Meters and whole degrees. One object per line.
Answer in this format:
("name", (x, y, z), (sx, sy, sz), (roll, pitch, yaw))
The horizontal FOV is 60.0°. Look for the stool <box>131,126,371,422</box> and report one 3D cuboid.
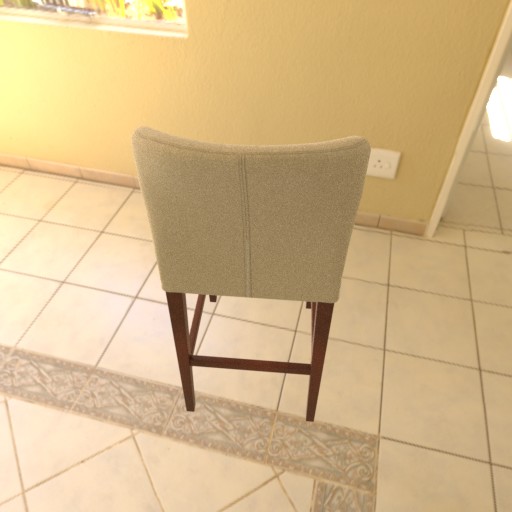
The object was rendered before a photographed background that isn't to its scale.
("stool", (0.000, 0.000, 1.329), (0.479, 1.069, 0.568), (4, 46, 3))
